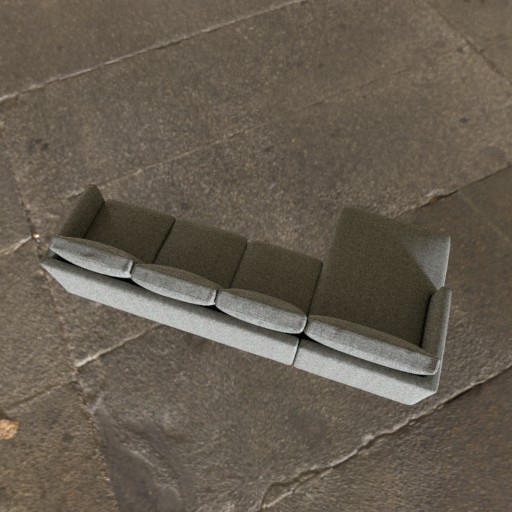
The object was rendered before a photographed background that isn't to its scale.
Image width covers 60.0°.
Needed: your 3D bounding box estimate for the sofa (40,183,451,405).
[{"bbox_3d":[0.000,0.000,4.180,3.485,0.960,1.635,17,64,8],"label":"sofa"}]
